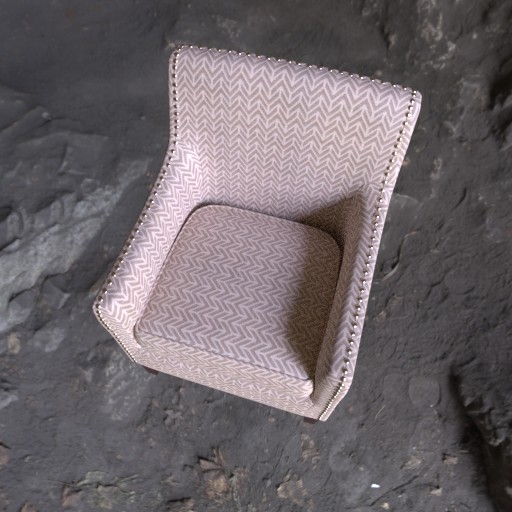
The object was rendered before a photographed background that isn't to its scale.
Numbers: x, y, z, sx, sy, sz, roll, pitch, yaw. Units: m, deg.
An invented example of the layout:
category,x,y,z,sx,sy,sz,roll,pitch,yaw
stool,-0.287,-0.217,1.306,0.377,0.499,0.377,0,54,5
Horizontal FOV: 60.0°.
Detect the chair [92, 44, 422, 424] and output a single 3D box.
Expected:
category,x,y,z,sx,sy,sz,roll,pitch,yaw
chair,0.000,0.000,1.242,0.623,0.816,0.651,15,60,9
